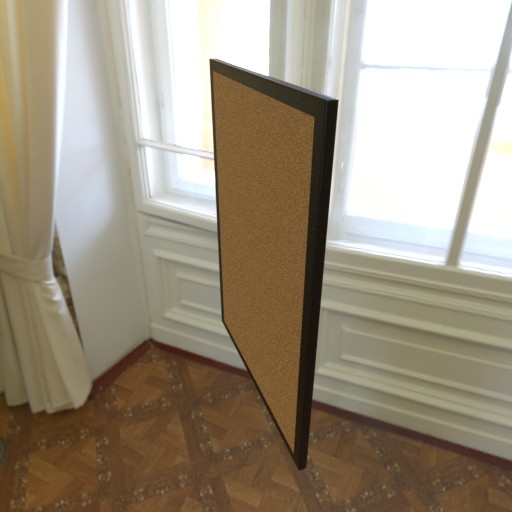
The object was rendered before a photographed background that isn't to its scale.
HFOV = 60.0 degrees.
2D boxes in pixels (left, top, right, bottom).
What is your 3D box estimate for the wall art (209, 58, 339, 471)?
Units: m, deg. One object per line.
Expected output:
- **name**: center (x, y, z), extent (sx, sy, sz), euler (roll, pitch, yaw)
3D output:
- **wall art**: center (0.000, 0.000, 0.856), extent (0.016, 0.657, 0.480), euler (-11, 31, -18)
